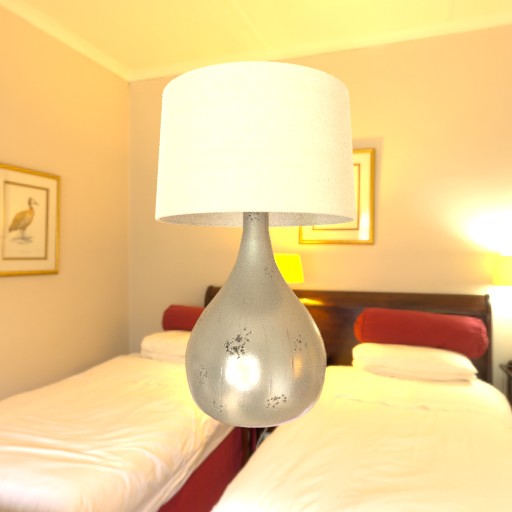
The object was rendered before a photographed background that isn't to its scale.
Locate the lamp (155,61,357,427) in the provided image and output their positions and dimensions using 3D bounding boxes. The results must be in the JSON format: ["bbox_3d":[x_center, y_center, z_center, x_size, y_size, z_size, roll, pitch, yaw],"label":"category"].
[{"bbox_3d":[0.000,0.000,0.745,0.330,0.521,0.330,0,0,0],"label":"lamp"}]
